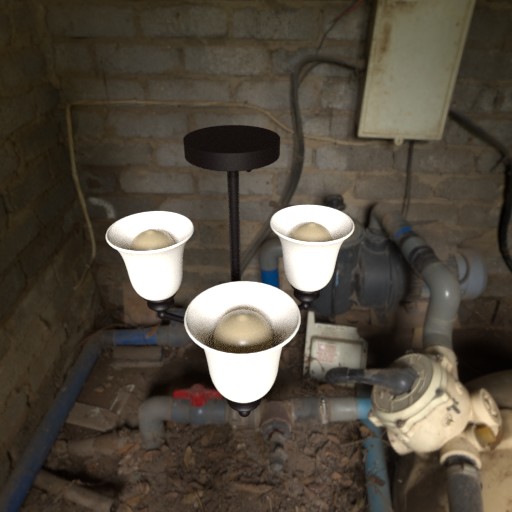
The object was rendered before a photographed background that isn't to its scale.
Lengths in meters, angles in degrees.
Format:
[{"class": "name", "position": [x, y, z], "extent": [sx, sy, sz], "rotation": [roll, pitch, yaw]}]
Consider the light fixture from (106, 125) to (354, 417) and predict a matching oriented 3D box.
[{"class": "light fixture", "position": [0.000, 0.000, 0.666], "extent": [0.354, 0.370, 0.388], "rotation": [-20, 37, -30]}]
